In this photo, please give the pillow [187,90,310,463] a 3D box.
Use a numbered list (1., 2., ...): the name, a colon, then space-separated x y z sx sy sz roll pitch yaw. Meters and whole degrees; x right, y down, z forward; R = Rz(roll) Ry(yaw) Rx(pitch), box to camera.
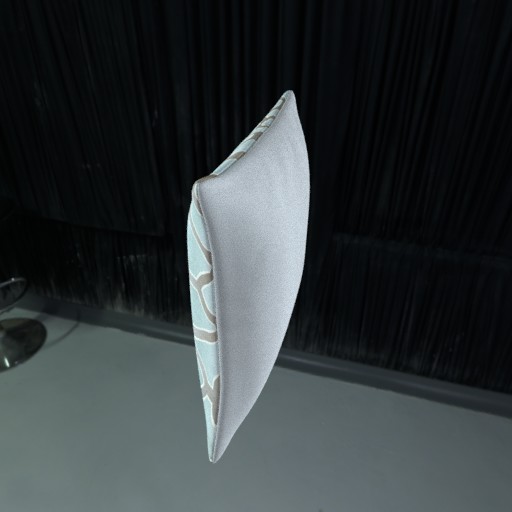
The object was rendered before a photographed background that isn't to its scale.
1. pillow: 0.000 0.000 0.847 0.166 0.508 0.552 8 32 12
